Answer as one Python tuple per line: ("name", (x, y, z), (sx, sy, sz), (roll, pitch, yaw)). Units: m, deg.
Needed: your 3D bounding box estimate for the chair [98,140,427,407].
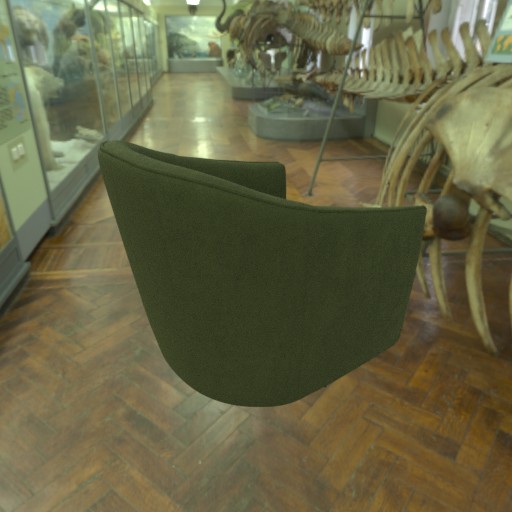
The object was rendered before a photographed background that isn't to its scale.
("chair", (0.000, 0.000, 1.462), (0.875, 0.799, 0.747), (-19, 31, -33))
